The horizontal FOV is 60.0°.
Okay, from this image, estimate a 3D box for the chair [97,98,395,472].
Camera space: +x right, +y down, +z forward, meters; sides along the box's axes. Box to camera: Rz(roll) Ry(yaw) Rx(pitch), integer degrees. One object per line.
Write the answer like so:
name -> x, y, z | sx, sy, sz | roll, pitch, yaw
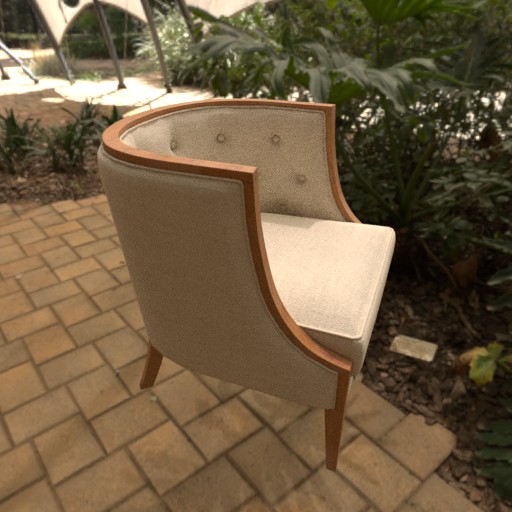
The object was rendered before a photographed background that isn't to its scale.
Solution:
chair -> 0.000, 0.000, 1.334 | 0.757, 0.775, 0.711 | 11, 32, 19
